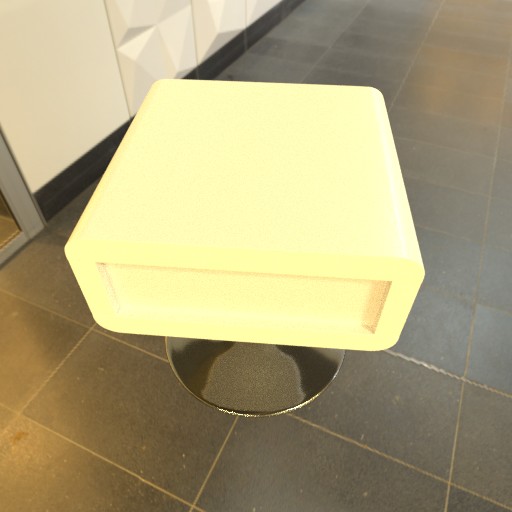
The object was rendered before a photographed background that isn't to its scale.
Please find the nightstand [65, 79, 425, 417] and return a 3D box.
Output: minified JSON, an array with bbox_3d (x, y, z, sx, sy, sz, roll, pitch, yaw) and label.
[{"bbox_3d":[0.000,0.000,0.769,0.399,0.447,0.404,4,46,3],"label":"nightstand"}]
